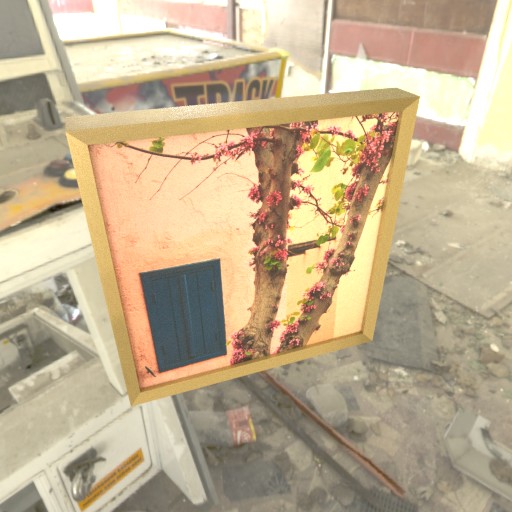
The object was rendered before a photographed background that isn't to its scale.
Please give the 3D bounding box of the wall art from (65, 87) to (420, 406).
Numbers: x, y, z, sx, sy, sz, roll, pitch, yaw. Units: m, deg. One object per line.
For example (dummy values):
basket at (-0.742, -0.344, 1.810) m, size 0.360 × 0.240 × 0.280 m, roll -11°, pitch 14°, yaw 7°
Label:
wall art at (0.000, 0.000, 0.460) m, size 0.304 × 0.305 × 0.038 m, roll -11°, pitch 35°, yaw -16°
